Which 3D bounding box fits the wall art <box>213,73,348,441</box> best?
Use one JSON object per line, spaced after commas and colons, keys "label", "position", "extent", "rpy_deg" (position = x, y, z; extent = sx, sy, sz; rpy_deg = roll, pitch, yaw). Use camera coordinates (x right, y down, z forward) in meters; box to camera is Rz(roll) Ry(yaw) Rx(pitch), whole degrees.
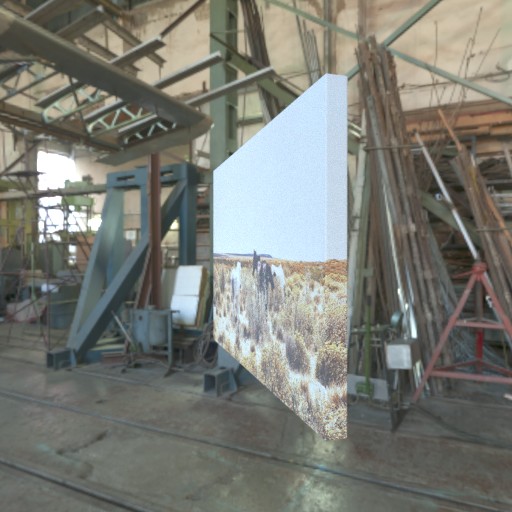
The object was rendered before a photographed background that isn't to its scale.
{"label": "wall art", "position": [0.000, 0.000, 1.468], "extent": [0.051, 0.761, 1.138], "rpy_deg": [0, 0, -17]}
